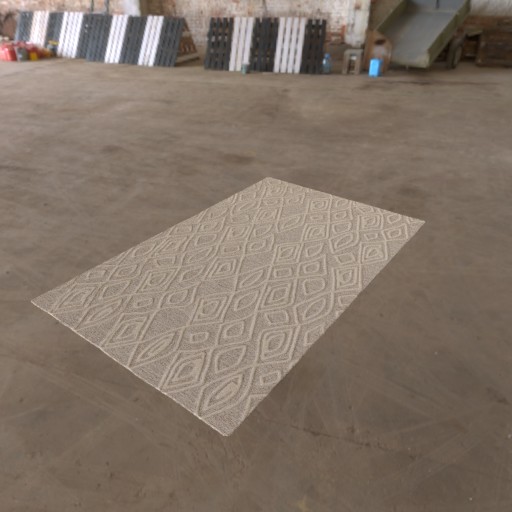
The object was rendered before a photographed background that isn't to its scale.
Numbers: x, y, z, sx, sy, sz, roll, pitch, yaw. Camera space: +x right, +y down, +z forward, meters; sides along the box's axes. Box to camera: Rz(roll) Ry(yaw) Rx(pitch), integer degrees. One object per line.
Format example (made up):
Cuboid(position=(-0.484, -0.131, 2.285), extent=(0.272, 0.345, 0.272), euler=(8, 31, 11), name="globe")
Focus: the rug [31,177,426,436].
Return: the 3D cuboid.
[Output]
Cuboid(position=(0.000, 0.000, 3.076), extent=(1.546, 0.010, 2.442), euler=(22, 38, 31), name="rug")
